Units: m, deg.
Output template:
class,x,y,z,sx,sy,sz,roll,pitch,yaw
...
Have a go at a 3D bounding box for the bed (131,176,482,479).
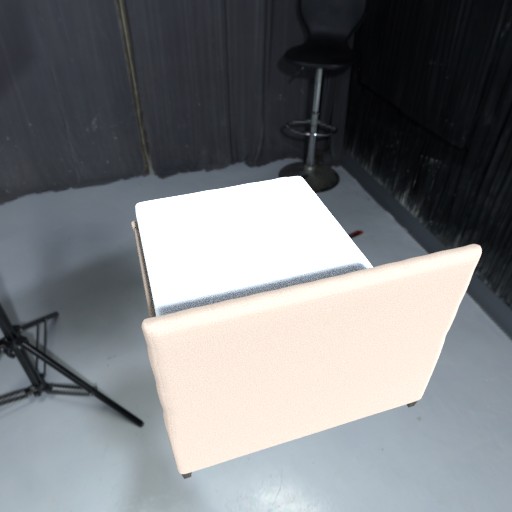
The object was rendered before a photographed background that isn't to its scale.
class,x,y,z,sx,sy,sz,roll,pitch,yaw
bed,0.000,0.000,3.253,1.696,1.426,2.233,-12,42,-14
